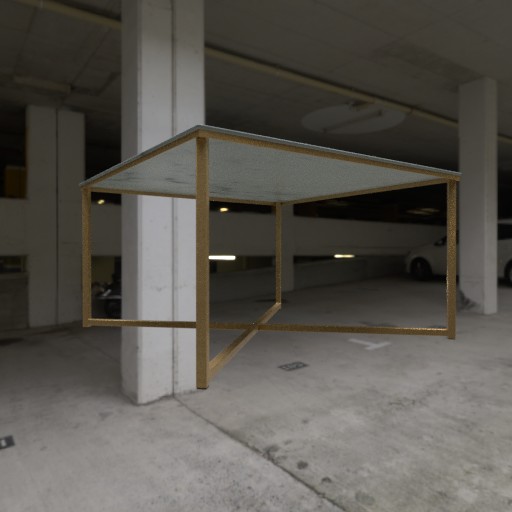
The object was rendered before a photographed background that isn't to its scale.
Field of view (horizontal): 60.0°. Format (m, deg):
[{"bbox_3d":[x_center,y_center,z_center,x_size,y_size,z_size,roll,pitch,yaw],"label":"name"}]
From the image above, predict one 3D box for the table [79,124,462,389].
[{"bbox_3d":[0.000,0.000,1.298,0.800,0.450,0.800,0,1,-35],"label":"table"}]
